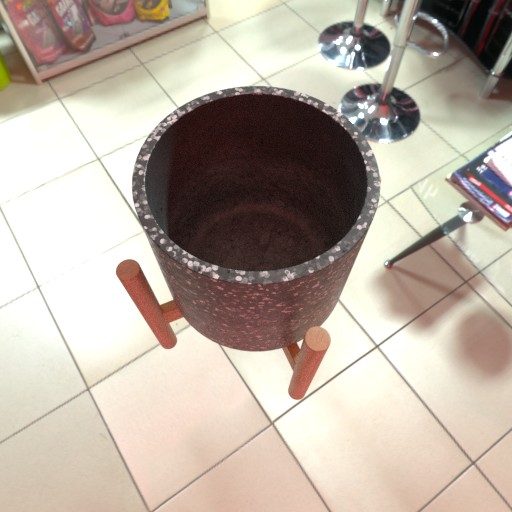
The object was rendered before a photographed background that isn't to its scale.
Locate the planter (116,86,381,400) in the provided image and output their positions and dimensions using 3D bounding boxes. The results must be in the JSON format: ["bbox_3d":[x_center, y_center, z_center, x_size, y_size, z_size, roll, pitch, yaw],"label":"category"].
[{"bbox_3d":[0.000,0.000,0.540,0.284,0.320,0.284,-1,62,-1],"label":"planter"}]
